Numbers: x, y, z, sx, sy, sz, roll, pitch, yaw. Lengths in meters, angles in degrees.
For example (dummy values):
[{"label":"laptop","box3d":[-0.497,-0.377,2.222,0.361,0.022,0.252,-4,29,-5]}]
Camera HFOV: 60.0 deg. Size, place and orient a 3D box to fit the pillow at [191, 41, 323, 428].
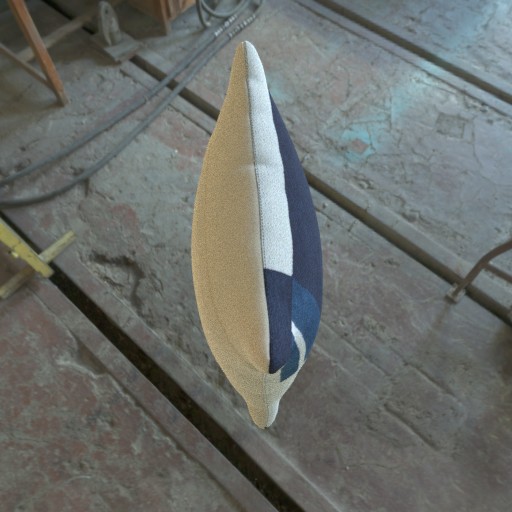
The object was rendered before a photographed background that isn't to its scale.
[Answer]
[{"label":"pillow","box3d":[0.000,0.000,0.797,0.229,0.506,0.536,-3,63,-2]}]
